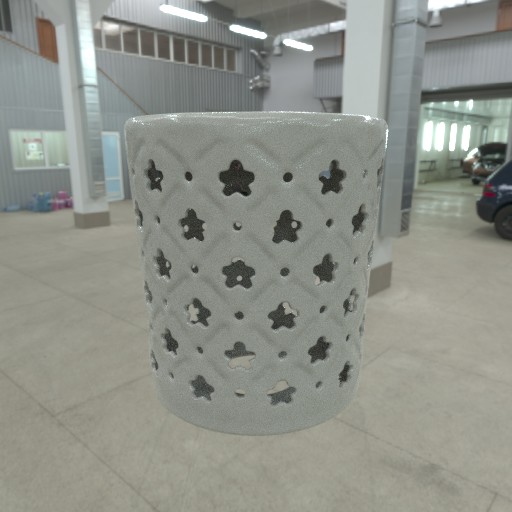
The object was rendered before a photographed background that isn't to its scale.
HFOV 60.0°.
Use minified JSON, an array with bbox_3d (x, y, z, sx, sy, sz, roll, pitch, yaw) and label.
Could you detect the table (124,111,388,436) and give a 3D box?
[{"bbox_3d":[0.000,0.000,0.653,0.352,0.387,0.352,0,14,0],"label":"table"}]
